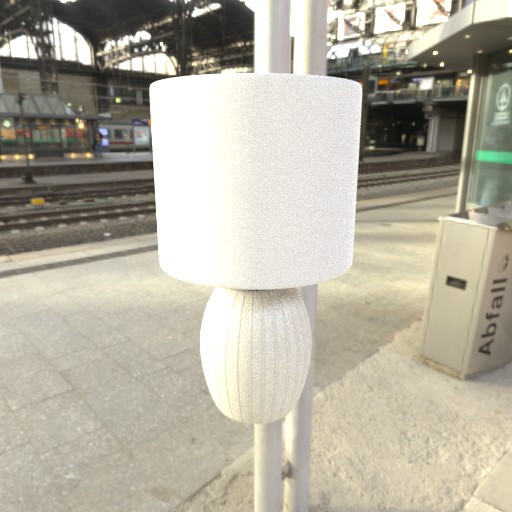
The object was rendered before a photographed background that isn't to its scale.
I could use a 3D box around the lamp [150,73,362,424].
[{"bbox_3d":[0.000,0.000,0.769,0.328,0.570,0.328,0,15,0],"label":"lamp"}]
